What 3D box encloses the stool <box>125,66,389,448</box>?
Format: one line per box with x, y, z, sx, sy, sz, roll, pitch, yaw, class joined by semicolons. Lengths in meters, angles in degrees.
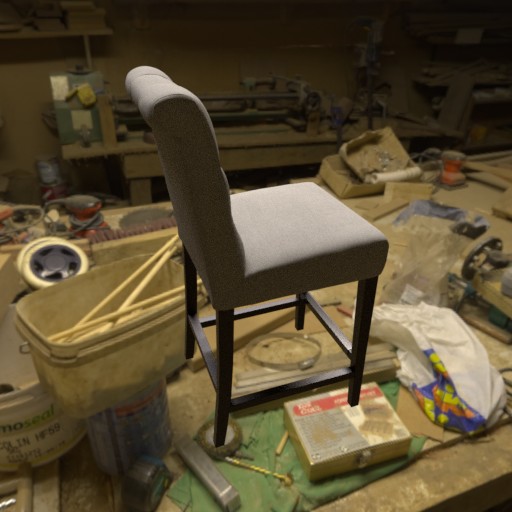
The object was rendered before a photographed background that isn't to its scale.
0.000;0.000;1.341;0.601;1.040;0.493;-10;31;-18;stool
